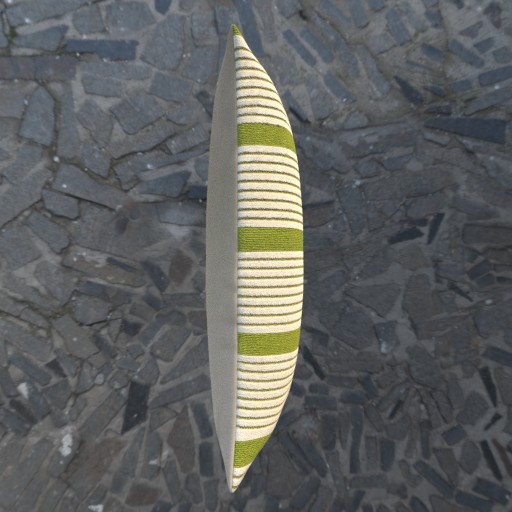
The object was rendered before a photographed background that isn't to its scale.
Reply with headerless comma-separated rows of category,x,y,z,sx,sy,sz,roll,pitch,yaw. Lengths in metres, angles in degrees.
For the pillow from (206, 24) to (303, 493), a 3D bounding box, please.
pillow,0.000,0.000,0.713,0.156,0.292,0.608,0,89,0
